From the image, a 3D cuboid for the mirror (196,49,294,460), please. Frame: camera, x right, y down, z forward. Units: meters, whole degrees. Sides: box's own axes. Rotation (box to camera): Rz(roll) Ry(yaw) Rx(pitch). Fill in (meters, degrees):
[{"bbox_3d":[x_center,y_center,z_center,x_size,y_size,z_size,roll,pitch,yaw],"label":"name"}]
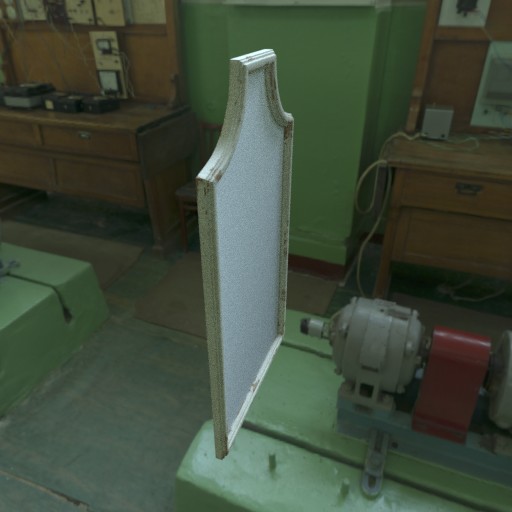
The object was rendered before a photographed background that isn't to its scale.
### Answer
[{"bbox_3d":[0.000,0.000,0.861,0.022,0.717,0.403,11,32,17],"label":"mirror"}]
